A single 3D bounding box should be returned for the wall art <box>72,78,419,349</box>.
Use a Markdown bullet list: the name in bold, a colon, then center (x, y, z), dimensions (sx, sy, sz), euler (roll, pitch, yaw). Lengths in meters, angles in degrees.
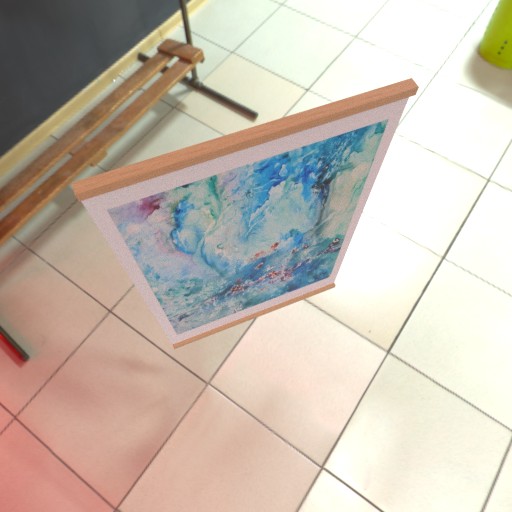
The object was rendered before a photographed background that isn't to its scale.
- **wall art**: center (0.000, 0.000, 1.873), dimensions (0.991, 1.510, 0.040), euler (-20, 65, -10)
